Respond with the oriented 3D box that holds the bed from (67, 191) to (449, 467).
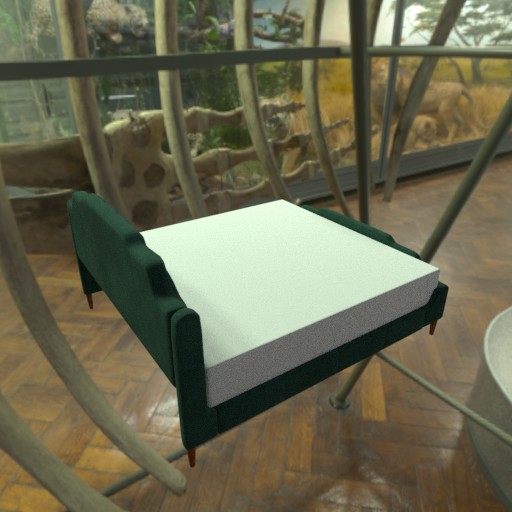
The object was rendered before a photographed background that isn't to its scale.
[{"bbox_3d":[0.000,0.000,3.592,2.340,1.245,2.074,-17,31,-30],"label":"bed"}]
